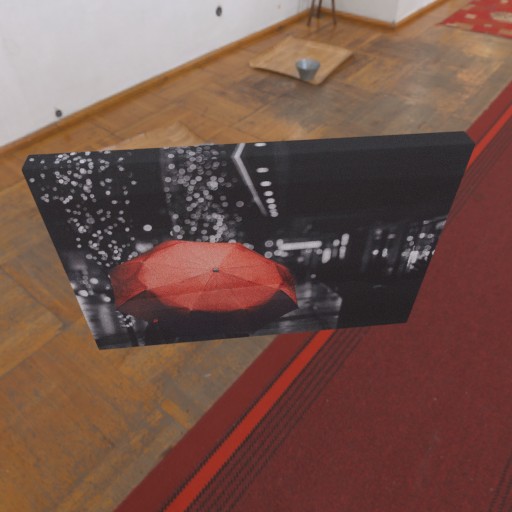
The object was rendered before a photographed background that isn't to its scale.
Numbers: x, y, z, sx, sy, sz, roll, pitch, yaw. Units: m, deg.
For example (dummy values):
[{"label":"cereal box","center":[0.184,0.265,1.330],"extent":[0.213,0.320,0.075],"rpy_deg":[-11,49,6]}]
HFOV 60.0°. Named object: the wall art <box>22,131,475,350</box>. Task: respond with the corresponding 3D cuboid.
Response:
[{"label":"wall art","center":[0.000,0.000,0.743],"extent":[0.609,0.406,0.037],"rpy_deg":[-4,44,-4]}]
